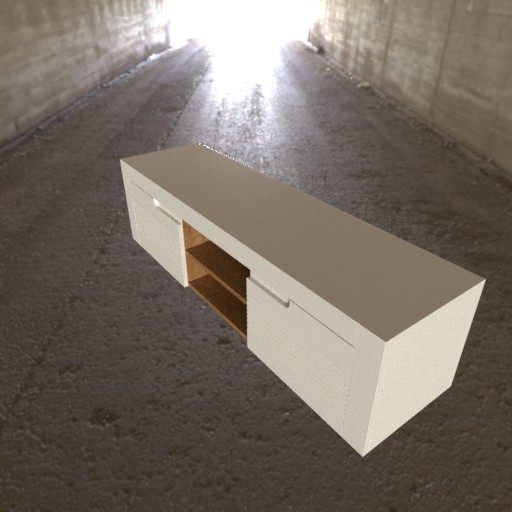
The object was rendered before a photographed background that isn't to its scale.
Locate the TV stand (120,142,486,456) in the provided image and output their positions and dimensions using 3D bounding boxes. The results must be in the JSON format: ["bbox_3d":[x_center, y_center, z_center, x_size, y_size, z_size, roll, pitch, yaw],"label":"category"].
[{"bbox_3d":[0.000,0.000,1.705,0.410,0.440,1.500,-21,37,-31],"label":"TV stand"}]
